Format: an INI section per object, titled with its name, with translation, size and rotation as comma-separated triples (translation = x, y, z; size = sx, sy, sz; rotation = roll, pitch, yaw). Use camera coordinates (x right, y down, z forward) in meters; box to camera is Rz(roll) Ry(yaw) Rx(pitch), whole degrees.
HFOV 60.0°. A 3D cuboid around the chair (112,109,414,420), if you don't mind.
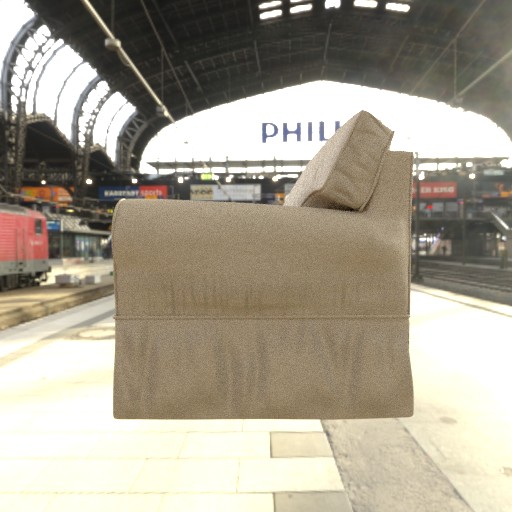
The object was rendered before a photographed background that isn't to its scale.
[chair]
translation = 0.000, 0.000, 1.772
size = 0.903, 0.937, 1.096
rotation = 0, 1, -2
